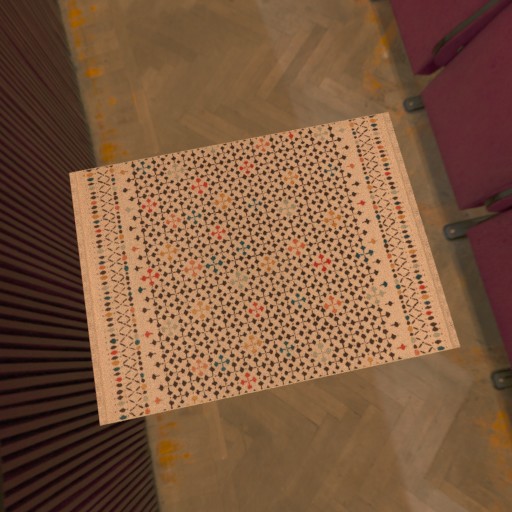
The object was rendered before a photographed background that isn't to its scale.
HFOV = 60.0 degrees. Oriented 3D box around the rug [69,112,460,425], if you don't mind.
[{"bbox_3d":[0.000,0.000,1.996,1.556,0.006,1.146,-12,77,-3],"label":"rug"}]
